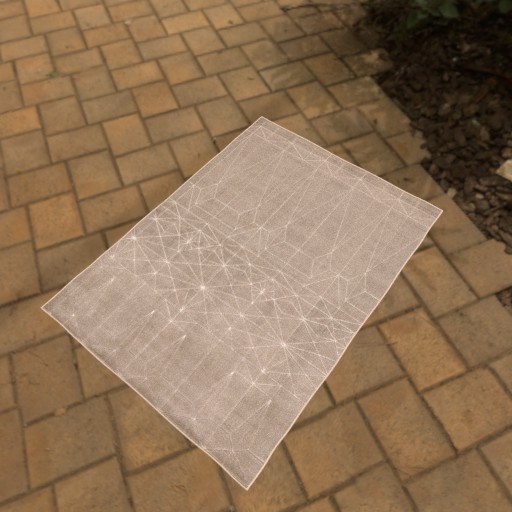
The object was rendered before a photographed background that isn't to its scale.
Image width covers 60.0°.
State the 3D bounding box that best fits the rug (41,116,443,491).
[{"bbox_3d":[0.000,0.000,4.399,2.449,0.019,3.357,33,63,19],"label":"rug"}]
